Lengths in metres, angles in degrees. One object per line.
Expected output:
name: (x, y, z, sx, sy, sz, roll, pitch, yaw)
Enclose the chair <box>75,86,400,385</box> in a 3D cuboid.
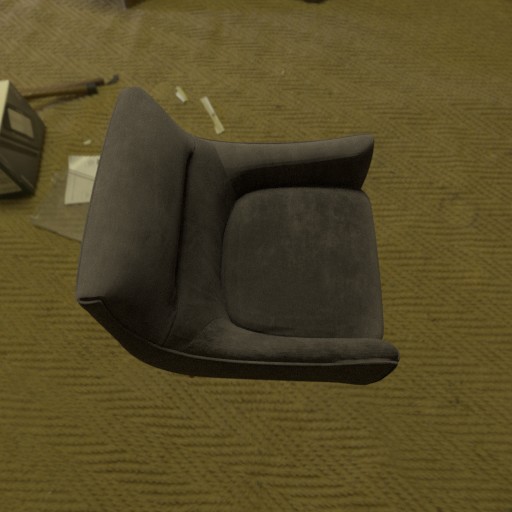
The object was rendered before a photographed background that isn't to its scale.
chair: (0.000, 0.000, 1.414, 0.787, 0.838, 0.762, 1, 64, 1)
